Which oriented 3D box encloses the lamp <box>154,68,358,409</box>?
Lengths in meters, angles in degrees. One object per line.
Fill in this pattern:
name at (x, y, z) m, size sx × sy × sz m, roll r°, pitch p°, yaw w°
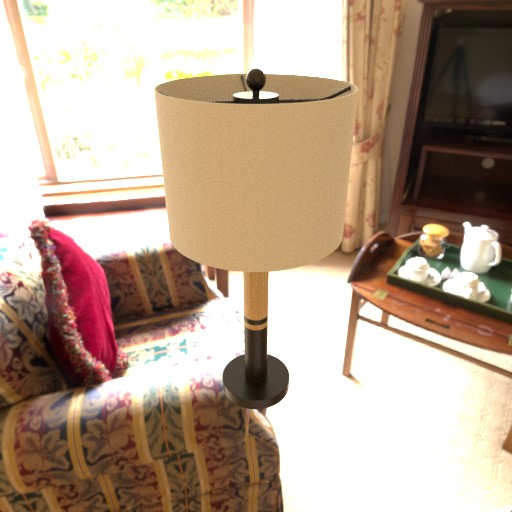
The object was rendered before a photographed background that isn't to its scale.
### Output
lamp at (0.000, 0.000, 0.816) m, size 0.305 × 0.640 × 0.305 m, roll 21°, pitch 35°, yaw 33°
